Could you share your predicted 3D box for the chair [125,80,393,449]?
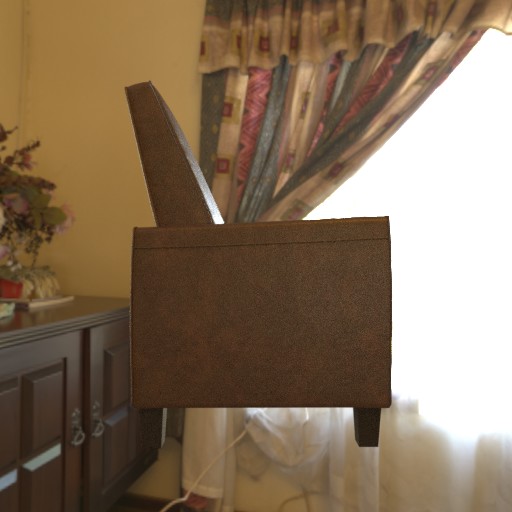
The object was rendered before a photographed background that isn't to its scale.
[{"bbox_3d":[0.000,0.000,1.495,0.746,1.013,0.705,0,0,0],"label":"chair"}]
